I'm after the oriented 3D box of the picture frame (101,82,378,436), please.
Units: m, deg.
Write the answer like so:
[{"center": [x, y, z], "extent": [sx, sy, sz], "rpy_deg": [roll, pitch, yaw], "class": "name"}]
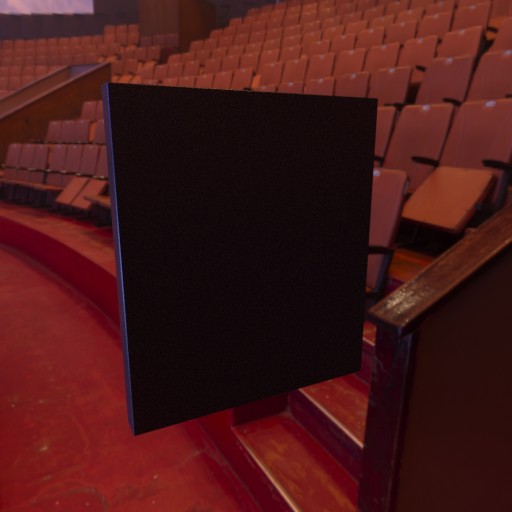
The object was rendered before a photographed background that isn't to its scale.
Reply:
[{"center": [0.000, 0.000, 0.544], "extent": [0.328, 0.378, 0.034], "rpy_deg": [-7, 16, -26], "class": "picture frame"}]
